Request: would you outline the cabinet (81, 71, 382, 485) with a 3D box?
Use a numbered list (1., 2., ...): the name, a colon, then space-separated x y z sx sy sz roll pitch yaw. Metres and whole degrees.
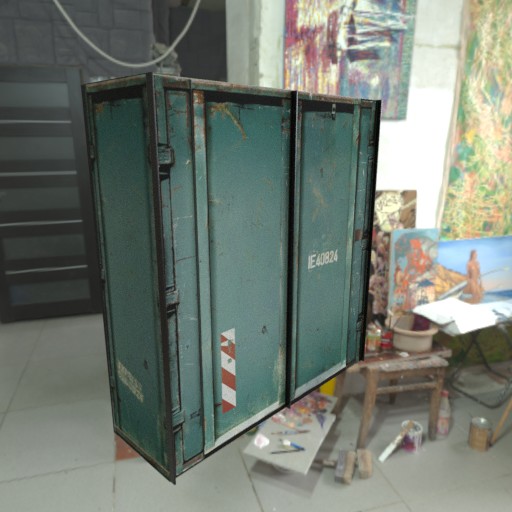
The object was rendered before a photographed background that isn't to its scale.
1. cabinet: 0.000 0.000 3.120 0.680 2.160 2.000 14 20 42
